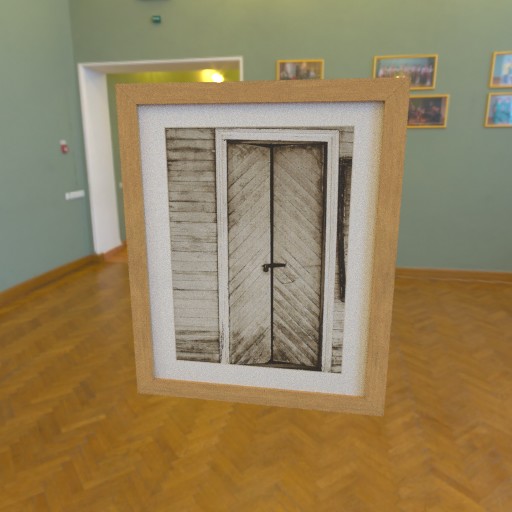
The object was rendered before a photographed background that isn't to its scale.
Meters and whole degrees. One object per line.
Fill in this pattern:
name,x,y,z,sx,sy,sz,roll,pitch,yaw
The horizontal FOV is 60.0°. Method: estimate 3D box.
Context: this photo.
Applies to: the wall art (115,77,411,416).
wall art,0.000,0.000,0.759,0.460,0.561,0.020,2,14,9
